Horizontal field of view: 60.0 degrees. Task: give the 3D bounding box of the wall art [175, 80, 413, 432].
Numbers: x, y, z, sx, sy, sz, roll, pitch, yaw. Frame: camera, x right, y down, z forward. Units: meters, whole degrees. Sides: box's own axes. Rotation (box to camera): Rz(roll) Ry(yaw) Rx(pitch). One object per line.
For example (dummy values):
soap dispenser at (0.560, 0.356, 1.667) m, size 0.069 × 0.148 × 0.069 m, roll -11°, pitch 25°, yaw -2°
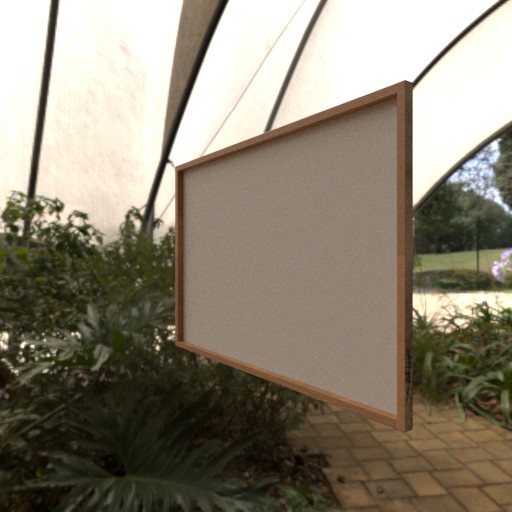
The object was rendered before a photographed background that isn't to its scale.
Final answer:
wall art at (0.000, 0.000, 1.140) m, size 0.023 × 0.607 × 0.914 m, roll 0°, pitch 0°, yaw -36°
